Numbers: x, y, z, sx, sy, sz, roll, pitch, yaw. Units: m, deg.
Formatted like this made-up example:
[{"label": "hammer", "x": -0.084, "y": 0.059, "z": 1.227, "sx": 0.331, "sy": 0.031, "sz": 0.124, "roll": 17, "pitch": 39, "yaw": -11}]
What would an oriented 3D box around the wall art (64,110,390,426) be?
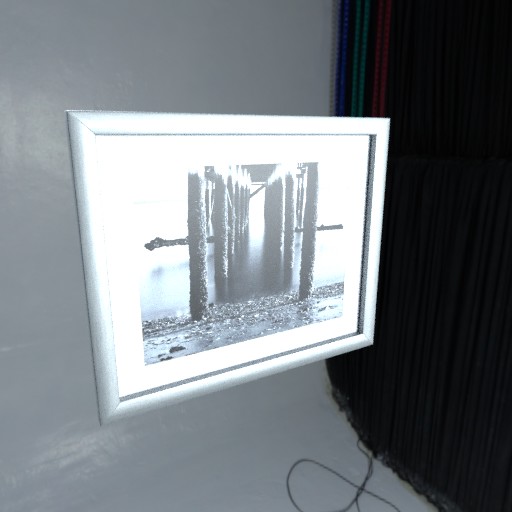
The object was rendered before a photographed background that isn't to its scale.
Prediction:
[{"label": "wall art", "x": 0.000, "y": 0.000, "z": 0.754, "sx": 0.556, "sy": 0.457, "sz": 0.028, "roll": -9, "pitch": 17, "yaw": -28}]
